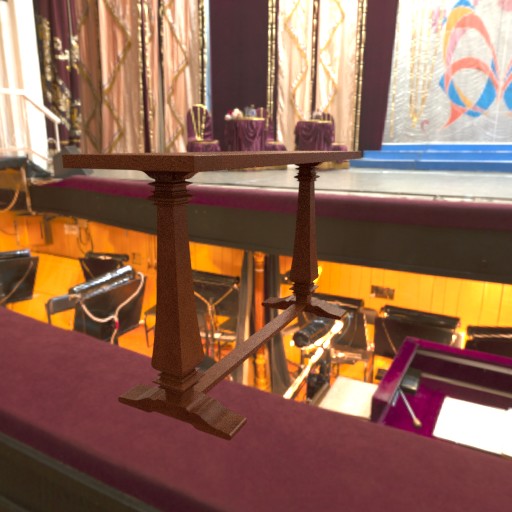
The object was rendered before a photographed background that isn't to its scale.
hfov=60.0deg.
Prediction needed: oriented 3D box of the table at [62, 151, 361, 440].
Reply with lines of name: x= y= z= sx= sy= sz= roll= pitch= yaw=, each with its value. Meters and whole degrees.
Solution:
table: x=0.000 y=0.000 z=1.868 sx=0.461 sy=0.852 sz=1.478 roll=7 pitch=15 yaw=27
